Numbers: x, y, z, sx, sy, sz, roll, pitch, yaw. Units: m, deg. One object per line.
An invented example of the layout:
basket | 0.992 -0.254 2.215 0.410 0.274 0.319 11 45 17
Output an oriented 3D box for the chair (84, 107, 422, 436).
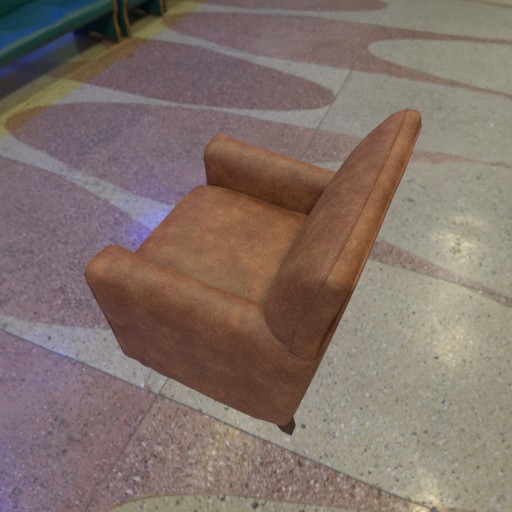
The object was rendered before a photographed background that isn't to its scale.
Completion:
chair | 0.000 0.000 1.612 0.823 0.943 0.870 19 49 17
